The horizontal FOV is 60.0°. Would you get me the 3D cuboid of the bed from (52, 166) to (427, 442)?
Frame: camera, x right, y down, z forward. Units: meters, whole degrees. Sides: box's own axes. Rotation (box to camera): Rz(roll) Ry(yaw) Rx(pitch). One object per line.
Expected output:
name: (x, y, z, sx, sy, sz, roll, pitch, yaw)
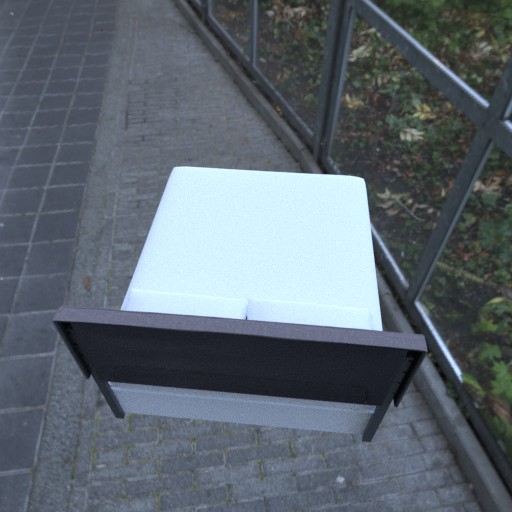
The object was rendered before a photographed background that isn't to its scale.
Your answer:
bed: (0.000, 0.000, 2.855, 1.610, 1.089, 1.894, 4, 47, 4)
